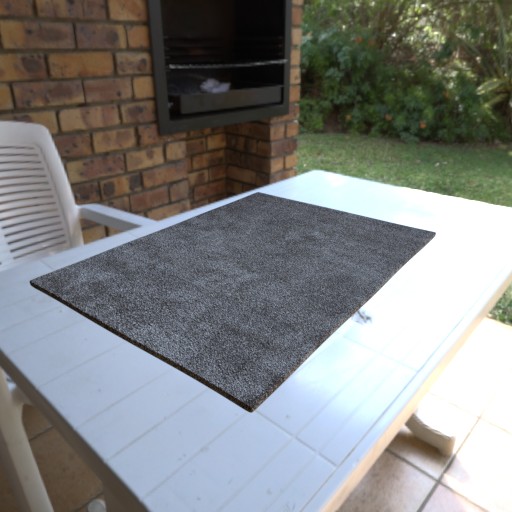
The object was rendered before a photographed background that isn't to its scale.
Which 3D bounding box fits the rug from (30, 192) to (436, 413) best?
[{"bbox_3d":[0.000,0.000,2.122,1.198,0.025,1.601,18,31,33],"label":"rug"}]
